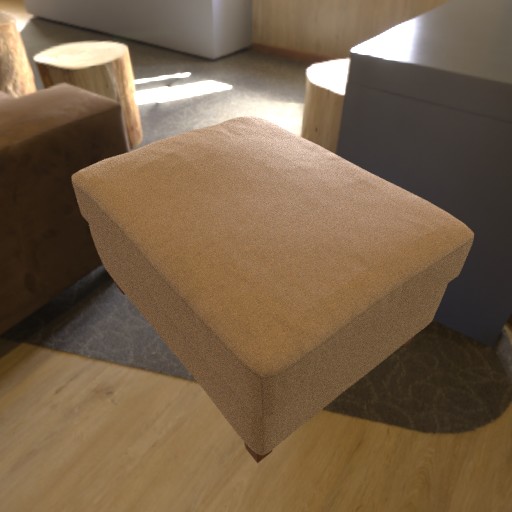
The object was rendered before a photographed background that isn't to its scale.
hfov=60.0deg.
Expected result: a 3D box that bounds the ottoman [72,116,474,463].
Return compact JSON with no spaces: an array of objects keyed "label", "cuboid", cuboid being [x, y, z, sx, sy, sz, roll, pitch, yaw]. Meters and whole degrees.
[{"label":"ottoman","cuboid":[0.000,0.000,1.295,0.692,0.511,0.902,-27,48,-28]}]
